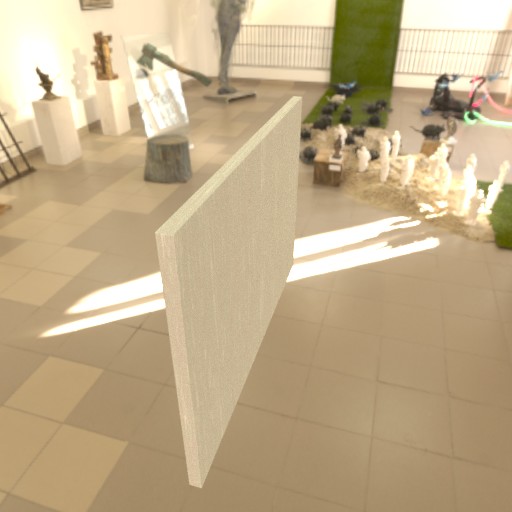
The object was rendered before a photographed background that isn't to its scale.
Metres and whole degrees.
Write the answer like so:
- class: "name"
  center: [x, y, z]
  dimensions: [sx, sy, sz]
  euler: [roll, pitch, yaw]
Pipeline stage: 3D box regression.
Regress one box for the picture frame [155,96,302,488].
- class: "picture frame"
  center: [0.000, 0.000, 1.203]
  dimensions: [0.029, 0.640, 0.950]
  euler: [9, 33, 14]
